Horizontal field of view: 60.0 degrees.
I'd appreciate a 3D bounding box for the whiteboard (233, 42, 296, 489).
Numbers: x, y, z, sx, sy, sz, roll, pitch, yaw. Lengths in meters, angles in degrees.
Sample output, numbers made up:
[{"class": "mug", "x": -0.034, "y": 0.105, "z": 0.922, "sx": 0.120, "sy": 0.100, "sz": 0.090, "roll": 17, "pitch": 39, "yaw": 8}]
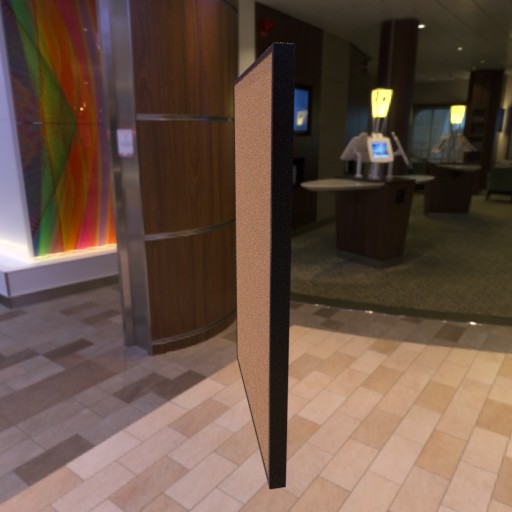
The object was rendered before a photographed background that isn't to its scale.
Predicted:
[{"class": "whiteboard", "x": 0.000, "y": 0.000, "z": 0.774, "sx": 0.026, "sy": 0.611, "sz": 0.406, "roll": -2, "pitch": 16, "yaw": -9}]
